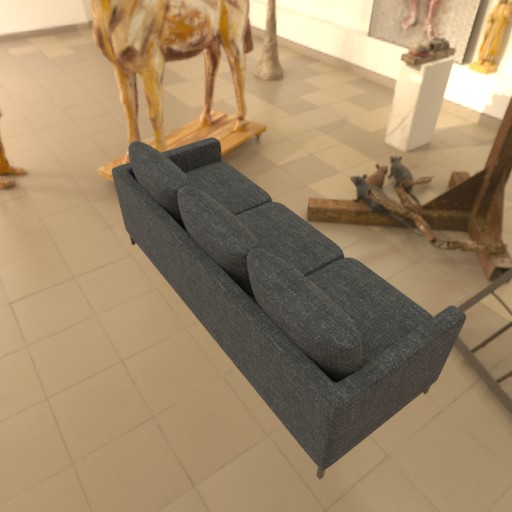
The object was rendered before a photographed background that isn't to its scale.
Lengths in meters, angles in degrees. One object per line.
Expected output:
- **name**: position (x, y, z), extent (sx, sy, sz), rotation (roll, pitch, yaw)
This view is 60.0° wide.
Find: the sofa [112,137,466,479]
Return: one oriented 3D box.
- **sofa**: position (0.000, 0.000, 2.668), extent (0.859, 0.874, 2.218), rotation (-25, 47, -26)
